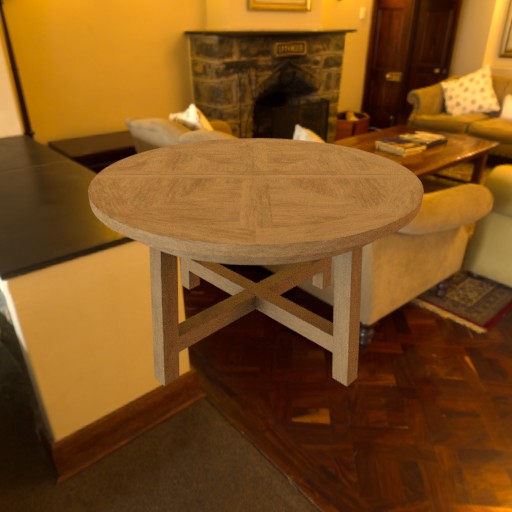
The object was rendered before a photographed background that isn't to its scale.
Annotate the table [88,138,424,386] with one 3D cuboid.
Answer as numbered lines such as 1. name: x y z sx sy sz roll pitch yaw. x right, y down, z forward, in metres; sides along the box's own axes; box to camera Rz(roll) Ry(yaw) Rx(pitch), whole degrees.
1. table: 0.000 0.000 2.014 1.319 0.762 1.319 0 28 0
